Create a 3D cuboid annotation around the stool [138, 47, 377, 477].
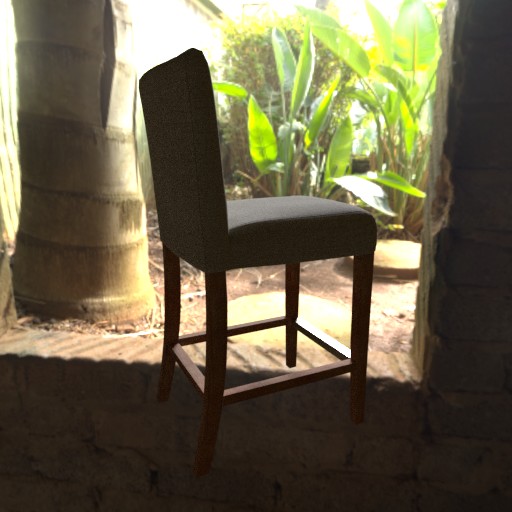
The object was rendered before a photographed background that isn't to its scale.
[{"bbox_3d":[0.000,0.000,1.324,0.567,1.039,0.454,-7,16,-26],"label":"stool"}]
